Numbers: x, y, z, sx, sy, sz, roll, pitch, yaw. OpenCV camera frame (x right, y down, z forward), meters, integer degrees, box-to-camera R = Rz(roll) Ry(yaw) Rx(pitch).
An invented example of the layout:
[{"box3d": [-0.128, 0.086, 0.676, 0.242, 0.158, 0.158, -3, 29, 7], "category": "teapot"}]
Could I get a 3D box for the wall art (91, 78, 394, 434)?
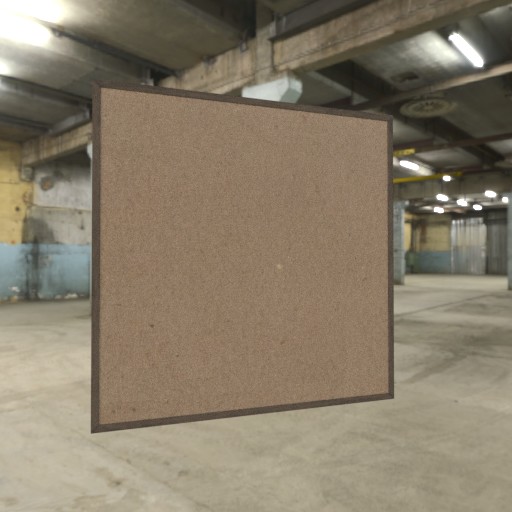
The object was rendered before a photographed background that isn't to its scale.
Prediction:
[{"box3d": [0.000, 0.000, 0.732, 0.508, 0.508, 0.038, 0, -1, -19], "category": "wall art"}]
